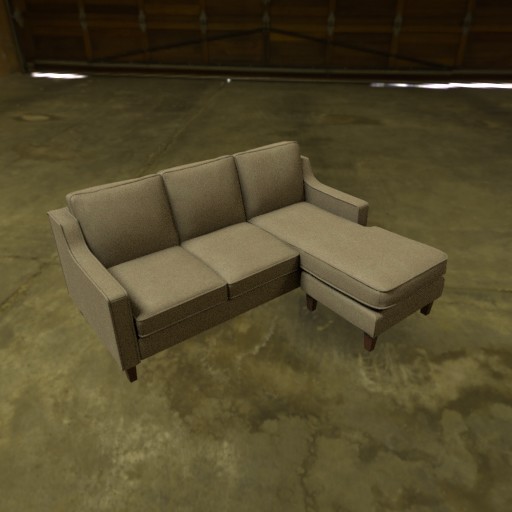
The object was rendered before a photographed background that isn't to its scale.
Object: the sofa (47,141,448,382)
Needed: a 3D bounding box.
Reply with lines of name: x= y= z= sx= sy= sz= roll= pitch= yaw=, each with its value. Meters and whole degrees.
sofa: x=0.000 y=0.000 z=3.290 sx=2.317 sy=1.081 sz=1.858 roll=-21 pitch=36 yaw=-32
